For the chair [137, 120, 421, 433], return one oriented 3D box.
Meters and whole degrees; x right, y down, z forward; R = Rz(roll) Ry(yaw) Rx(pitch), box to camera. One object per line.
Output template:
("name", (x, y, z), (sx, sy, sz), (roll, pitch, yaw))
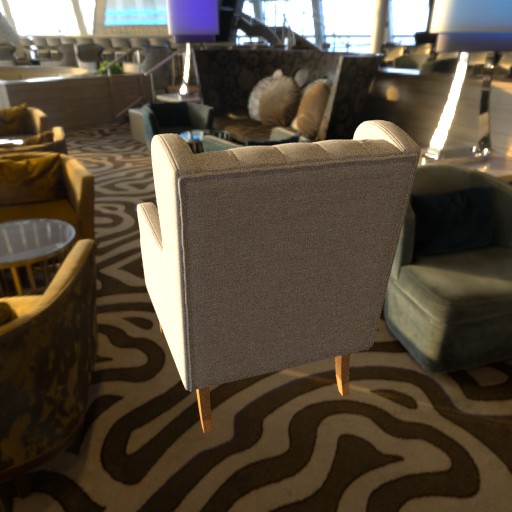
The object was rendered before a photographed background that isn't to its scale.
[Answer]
("chair", (0.000, 0.000, 1.517), (0.710, 0.930, 0.760), (-9, 28, -17))
